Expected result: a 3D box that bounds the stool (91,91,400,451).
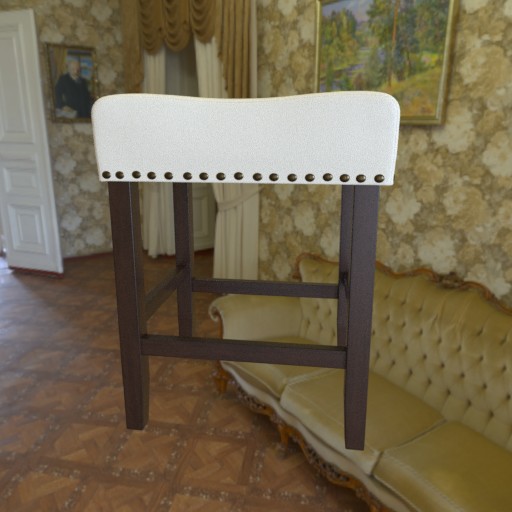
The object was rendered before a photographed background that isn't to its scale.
[{"bbox_3d":[0.000,0.000,0.916,0.471,0.609,0.401,2,16,8],"label":"stool"}]
